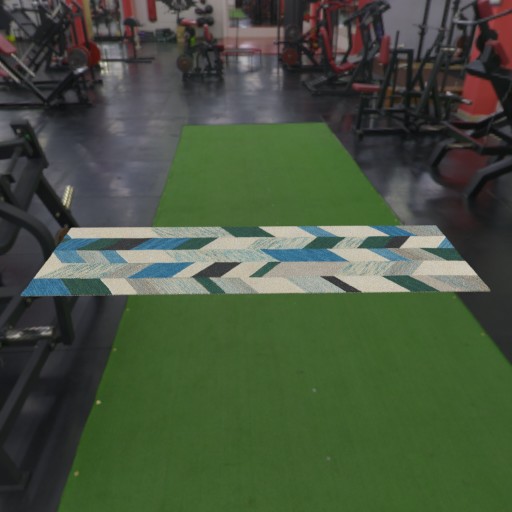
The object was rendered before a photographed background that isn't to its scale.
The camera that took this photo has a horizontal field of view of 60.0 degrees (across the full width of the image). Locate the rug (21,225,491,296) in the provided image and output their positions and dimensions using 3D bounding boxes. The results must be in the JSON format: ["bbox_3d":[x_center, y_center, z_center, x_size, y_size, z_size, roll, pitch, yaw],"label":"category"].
[{"bbox_3d":[0.000,0.000,2.622,2.437,0.008,0.774,0,30,-1],"label":"rug"}]
